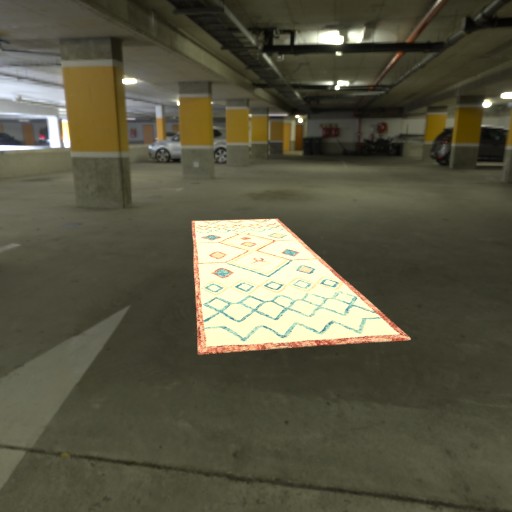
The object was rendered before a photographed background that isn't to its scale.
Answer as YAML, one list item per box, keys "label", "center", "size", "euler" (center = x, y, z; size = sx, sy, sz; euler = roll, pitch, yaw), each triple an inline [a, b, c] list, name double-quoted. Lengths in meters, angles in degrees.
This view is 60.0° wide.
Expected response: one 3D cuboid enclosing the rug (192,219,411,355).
- label: "rug"
  center: [0.000, 0.000, 2.678]
  size: [0.750, 0.011, 2.435]
  euler: [-2, 15, -8]
